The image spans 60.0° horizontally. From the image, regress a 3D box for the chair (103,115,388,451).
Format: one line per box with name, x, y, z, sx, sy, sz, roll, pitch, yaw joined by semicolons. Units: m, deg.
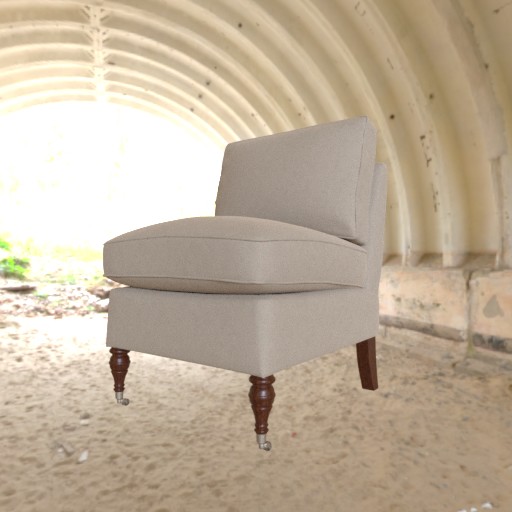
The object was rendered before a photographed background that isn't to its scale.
chair;0.000;0.000;1.666;0.724;1.052;0.912;0;0;37
